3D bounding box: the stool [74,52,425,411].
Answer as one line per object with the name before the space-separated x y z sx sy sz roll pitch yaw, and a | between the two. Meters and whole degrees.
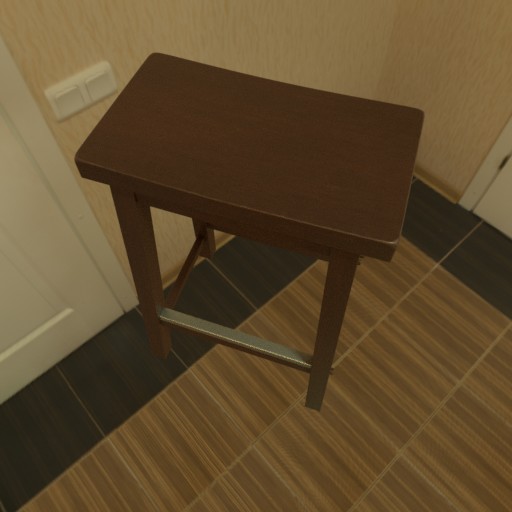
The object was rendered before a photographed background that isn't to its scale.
stool | 0.000 0.000 0.831 0.406 0.610 0.322 16 60 10
